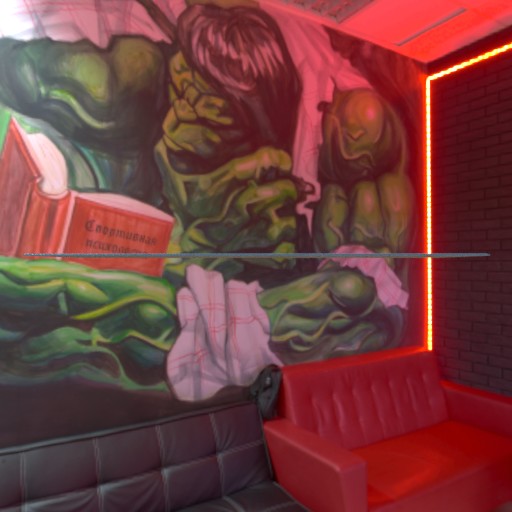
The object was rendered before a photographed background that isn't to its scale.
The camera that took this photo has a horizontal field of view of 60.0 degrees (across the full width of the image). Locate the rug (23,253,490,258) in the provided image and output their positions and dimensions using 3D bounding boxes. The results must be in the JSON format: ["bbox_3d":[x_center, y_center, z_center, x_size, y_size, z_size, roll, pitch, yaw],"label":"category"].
[{"bbox_3d":[0.000,0.000,2.409,2.196,0.011,0.662,0,-1,1],"label":"rug"}]
